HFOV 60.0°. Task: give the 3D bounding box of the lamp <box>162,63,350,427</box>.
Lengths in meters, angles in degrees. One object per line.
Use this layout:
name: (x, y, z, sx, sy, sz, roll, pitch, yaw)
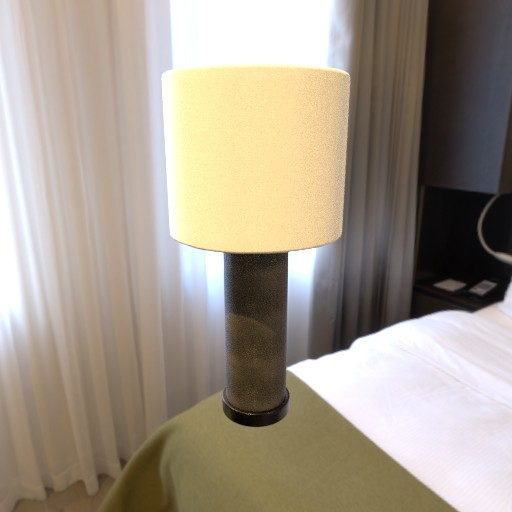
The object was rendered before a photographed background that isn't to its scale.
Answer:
lamp: (0.000, 0.000, 0.815, 0.305, 0.634, 0.305, 8, 18, 27)
